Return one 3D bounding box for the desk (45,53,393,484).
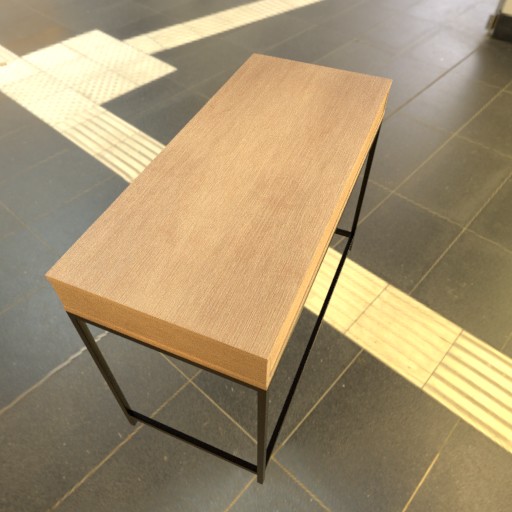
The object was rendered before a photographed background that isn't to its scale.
[{"bbox_3d":[0.000,0.000,1.380,0.470,0.762,1.016,18,51,15],"label":"desk"}]
